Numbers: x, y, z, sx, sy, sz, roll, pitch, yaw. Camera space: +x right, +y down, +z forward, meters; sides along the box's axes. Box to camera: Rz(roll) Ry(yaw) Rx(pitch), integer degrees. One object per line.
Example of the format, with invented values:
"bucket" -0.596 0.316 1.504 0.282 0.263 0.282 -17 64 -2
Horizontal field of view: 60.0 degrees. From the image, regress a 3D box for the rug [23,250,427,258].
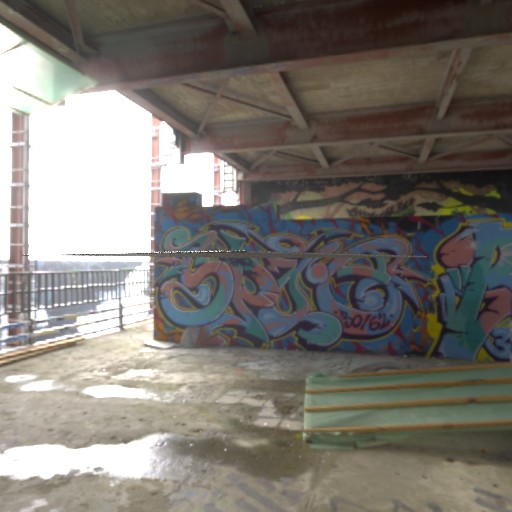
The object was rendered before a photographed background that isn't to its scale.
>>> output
"rug" 0.000 0.000 3.719 2.005 0.013 2.890 0 -1 36
